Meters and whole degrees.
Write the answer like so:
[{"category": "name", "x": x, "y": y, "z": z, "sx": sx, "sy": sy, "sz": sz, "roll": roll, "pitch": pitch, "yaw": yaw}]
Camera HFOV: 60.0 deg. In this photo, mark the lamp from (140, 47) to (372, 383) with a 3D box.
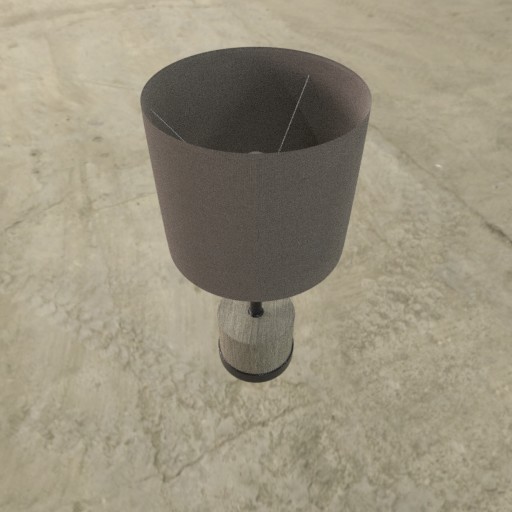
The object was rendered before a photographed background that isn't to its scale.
[{"category": "lamp", "x": 0.000, "y": 0.000, "z": 0.608, "sx": 0.229, "sy": 0.470, "sz": 0.229, "roll": 3, "pitch": 46, "yaw": 3}]
